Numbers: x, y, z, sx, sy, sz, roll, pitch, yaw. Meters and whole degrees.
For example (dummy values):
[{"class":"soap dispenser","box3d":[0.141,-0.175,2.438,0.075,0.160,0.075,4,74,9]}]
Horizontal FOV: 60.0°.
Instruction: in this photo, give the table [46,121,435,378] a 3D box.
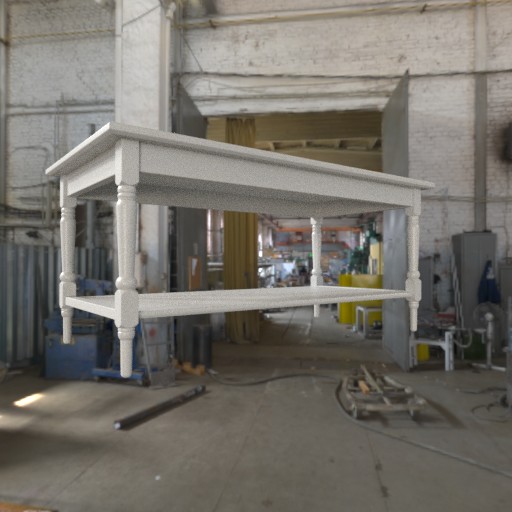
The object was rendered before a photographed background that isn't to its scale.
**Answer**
[{"class":"table","box3d":[0.000,0.000,1.392,1.109,0.506,0.551,1,-1,-37]}]
